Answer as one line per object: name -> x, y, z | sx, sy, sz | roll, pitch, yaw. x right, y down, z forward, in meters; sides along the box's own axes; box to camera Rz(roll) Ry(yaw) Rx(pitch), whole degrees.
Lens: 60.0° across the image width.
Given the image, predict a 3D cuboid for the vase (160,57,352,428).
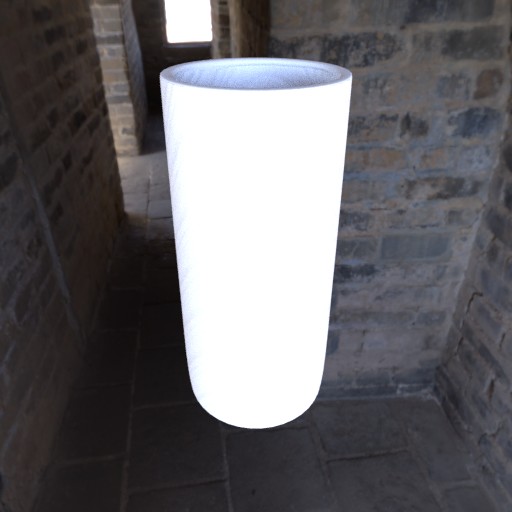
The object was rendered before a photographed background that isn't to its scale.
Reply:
vase -> 0.000, 0.000, 0.404 | 0.143, 0.316, 0.143 | 0, 32, 0
